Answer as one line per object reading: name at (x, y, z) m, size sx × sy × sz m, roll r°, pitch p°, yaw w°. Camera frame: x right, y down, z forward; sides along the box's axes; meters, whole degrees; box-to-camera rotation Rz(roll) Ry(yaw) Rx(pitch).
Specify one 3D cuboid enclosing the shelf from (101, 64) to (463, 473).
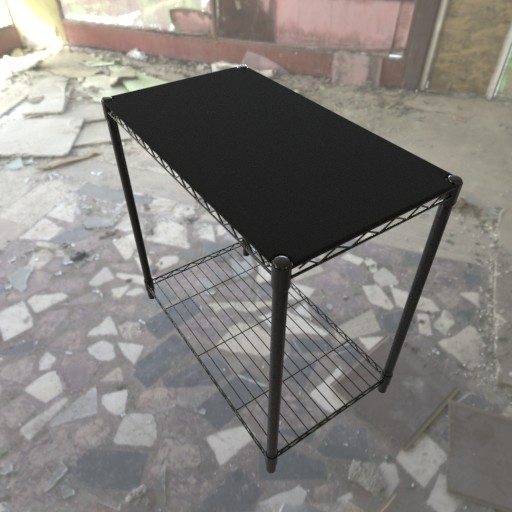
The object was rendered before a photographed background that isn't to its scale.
shelf at (0.000, 0.000, 0.938) m, size 0.338 × 0.564 × 0.589 m, roll -25°, pitch 47°, yaw -25°
